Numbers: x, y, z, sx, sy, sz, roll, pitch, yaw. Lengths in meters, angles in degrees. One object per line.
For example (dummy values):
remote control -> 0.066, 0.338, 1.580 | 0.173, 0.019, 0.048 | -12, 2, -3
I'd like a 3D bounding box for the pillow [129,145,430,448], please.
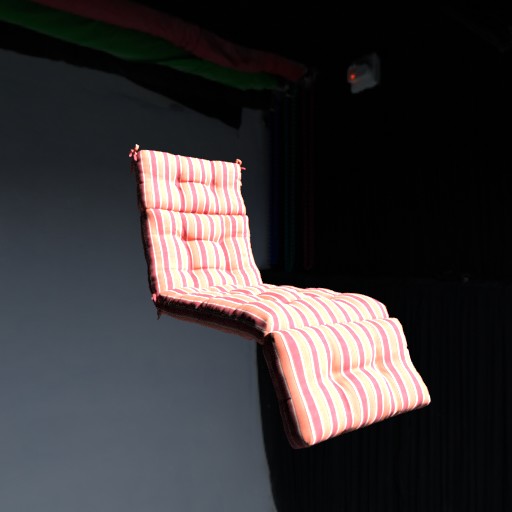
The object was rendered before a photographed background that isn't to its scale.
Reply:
pillow -> 0.000, 0.000, 1.490 | 0.526, 0.863, 1.016 | 0, 0, -37
